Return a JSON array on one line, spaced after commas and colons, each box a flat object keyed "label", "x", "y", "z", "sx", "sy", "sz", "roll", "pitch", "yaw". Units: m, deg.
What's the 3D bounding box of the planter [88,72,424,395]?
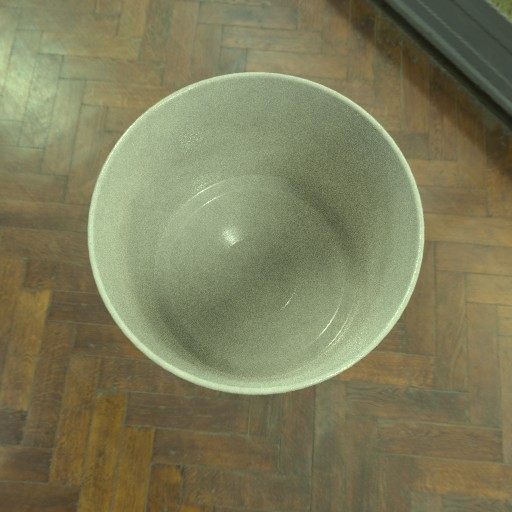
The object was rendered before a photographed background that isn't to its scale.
[{"label": "planter", "x": 0.000, "y": 0.000, "z": 0.338, "sx": 0.190, "sy": 0.181, "sz": 0.190, "roll": 0, "pitch": 77, "yaw": 0}]
